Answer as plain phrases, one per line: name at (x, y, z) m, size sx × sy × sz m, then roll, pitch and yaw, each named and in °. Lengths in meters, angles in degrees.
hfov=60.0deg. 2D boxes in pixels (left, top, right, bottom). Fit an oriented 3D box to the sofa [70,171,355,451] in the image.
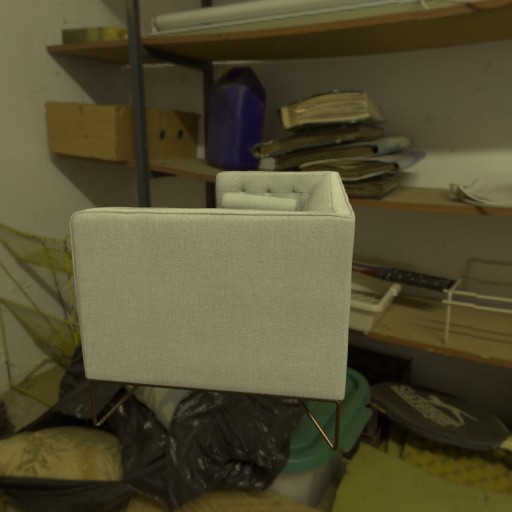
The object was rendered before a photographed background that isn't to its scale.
sofa at (0.000, 0.000, 2.414) m, size 0.912 × 0.798 × 2.079 m, roll 2°, pitch 14°, yaw 9°
